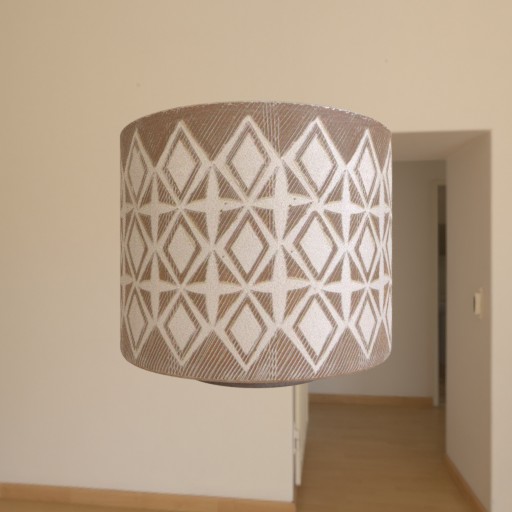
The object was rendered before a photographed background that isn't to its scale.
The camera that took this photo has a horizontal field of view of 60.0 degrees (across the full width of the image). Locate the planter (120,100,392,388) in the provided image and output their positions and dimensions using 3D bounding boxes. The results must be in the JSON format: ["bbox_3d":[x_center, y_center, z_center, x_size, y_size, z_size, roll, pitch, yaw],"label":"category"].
[{"bbox_3d":[0.000,0.000,0.329,0.193,0.165,0.193,0,0,0],"label":"planter"}]
